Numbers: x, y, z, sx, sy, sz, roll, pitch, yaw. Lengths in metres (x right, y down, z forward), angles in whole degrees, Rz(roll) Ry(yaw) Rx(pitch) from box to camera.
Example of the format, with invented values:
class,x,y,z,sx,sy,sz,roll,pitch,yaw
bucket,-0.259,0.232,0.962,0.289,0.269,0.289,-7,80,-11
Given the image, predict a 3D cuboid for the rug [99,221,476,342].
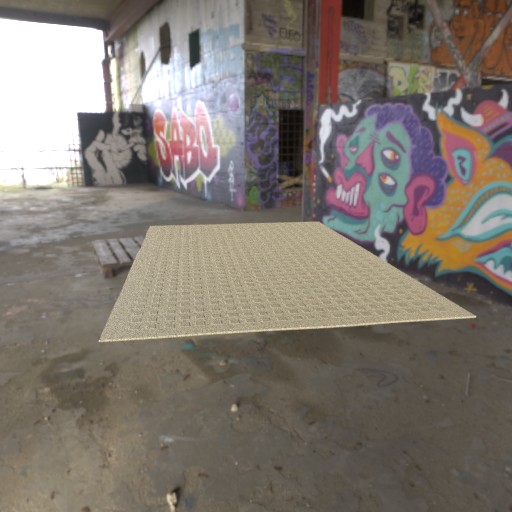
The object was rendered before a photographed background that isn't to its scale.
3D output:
class,x,y,z,sx,sy,sz,roll,pitch,yaw
rug,0.000,0.000,2.144,1.143,0.006,1.747,-2,15,-8
